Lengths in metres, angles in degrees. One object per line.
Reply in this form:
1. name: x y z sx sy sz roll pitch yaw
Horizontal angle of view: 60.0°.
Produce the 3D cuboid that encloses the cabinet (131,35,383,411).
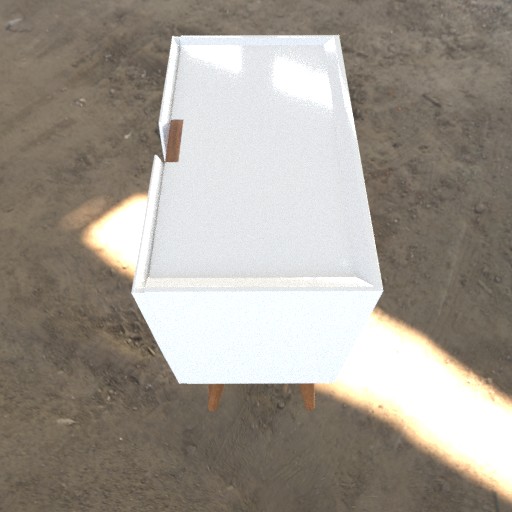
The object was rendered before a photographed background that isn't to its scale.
1. cabinet: 0.000 0.000 1.084 0.344 0.772 0.591 0 58 0
